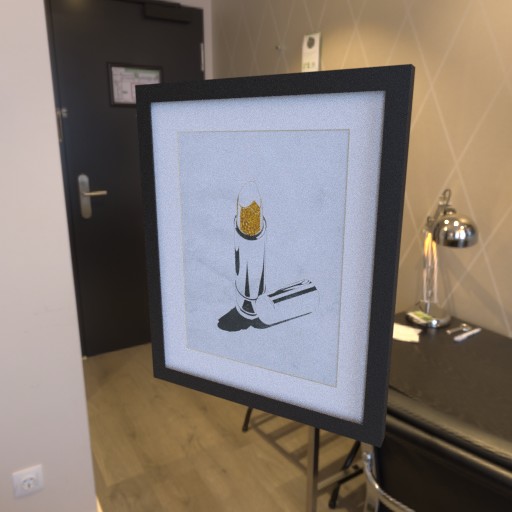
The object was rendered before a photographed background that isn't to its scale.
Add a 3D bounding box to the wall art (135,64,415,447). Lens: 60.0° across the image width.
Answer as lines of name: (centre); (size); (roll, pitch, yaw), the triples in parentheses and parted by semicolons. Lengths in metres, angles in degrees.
wall art: (0.000, 0.000, 0.741); (0.457, 0.559, 0.029); (8, 16, 27)
